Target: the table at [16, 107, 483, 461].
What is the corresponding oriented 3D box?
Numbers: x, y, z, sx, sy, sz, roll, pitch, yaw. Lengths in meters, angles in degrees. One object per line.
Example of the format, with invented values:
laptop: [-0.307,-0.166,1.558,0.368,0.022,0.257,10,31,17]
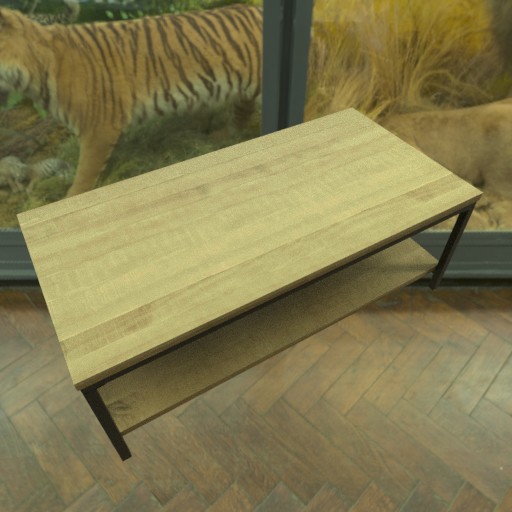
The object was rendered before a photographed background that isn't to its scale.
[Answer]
table: [0.000,0.000,1.308,1.100,0.399,0.551,-23,50,-21]
